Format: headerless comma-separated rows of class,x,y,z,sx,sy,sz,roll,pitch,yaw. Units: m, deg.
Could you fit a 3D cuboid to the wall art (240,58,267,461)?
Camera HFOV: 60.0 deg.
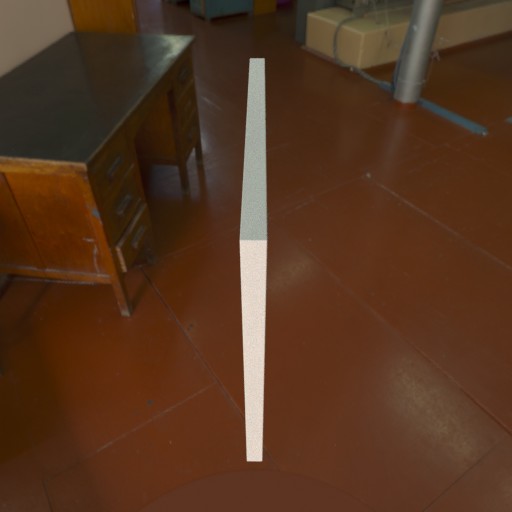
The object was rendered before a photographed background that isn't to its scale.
wall art,0.000,0.000,1.183,0.040,0.762,0.762,0,43,0
